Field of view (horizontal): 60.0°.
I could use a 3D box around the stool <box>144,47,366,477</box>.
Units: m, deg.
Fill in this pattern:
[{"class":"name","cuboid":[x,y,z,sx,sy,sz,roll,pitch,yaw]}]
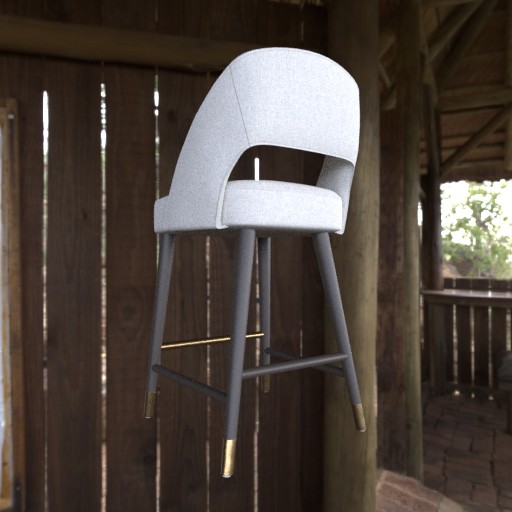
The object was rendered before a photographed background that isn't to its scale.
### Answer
[{"class":"stool","cuboid":[0.000,0.000,1.228,0.494,0.940,0.509,0,0,-36]}]
